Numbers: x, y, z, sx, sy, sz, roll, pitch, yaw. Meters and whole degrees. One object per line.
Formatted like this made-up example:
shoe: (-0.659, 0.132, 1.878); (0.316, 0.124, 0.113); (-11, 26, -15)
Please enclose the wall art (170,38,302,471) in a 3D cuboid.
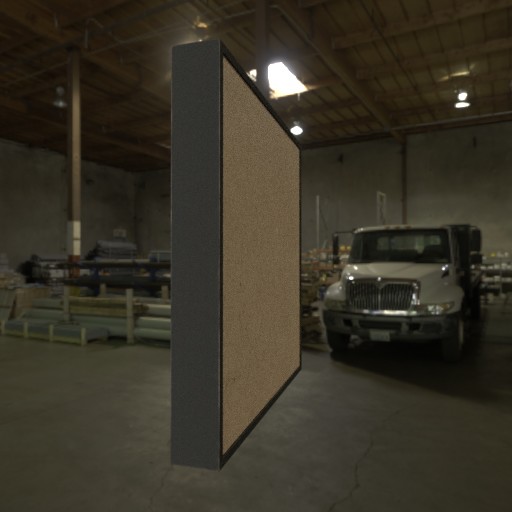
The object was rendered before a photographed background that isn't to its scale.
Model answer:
wall art: (0.000, 0.000, 0.463); (0.038, 0.305, 0.305); (0, -1, 17)
